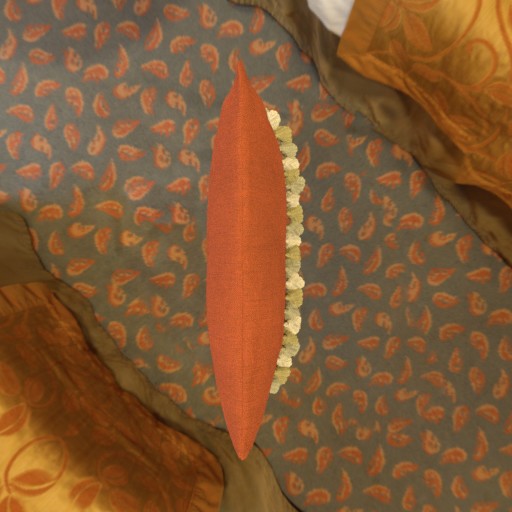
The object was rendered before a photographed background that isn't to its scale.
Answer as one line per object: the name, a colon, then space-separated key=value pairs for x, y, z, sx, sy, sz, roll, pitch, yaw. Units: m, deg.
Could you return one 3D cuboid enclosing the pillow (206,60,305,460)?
pillow: x=0.000 y=0.000 z=0.751 sx=0.165 sy=0.482 sz=0.490 roll=0 pitch=90 yaw=1
